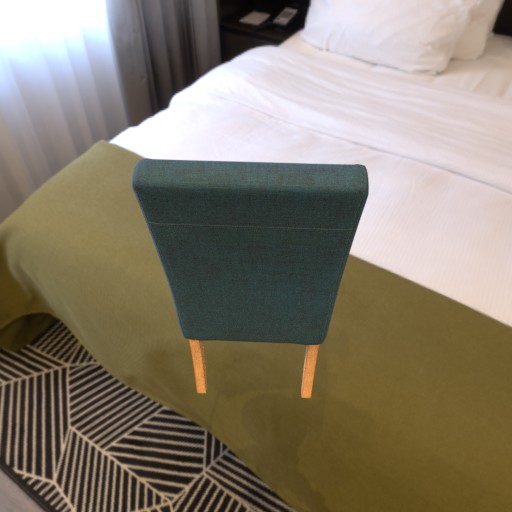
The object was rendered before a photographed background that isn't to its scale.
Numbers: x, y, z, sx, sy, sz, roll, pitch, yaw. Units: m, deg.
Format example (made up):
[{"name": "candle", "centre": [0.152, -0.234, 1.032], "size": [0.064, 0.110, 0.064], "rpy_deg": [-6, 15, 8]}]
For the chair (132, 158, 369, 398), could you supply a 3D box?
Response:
[{"name": "chair", "centre": [0.000, 0.000, 1.366], "size": [0.450, 1.029, 0.610], "rpy_deg": [2, 46, 2]}]
